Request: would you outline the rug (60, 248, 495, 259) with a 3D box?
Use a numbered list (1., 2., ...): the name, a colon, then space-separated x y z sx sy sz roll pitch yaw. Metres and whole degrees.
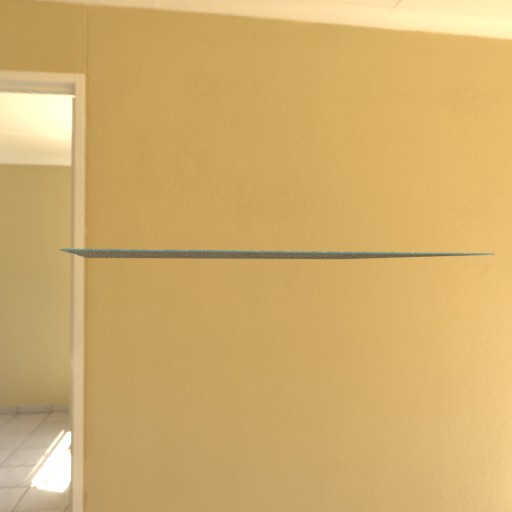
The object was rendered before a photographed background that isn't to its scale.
1. rug: 0.000 0.000 3.962 2.980 0.012 2.363 0 -1 -18
